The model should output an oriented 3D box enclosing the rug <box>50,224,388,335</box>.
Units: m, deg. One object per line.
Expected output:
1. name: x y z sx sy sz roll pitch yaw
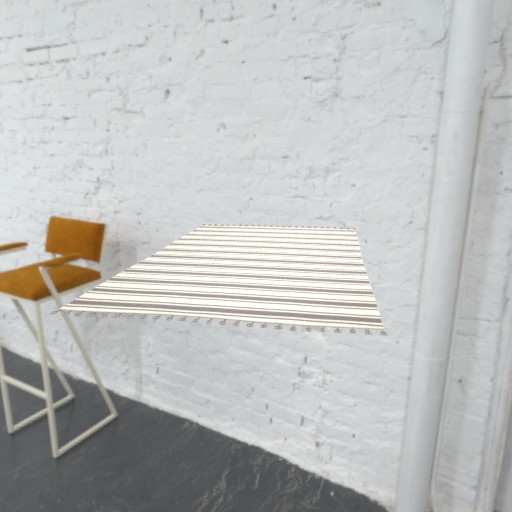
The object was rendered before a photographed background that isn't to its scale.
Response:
1. rug: 0.000 0.000 2.557 1.229 0.011 2.096 2 14 9
